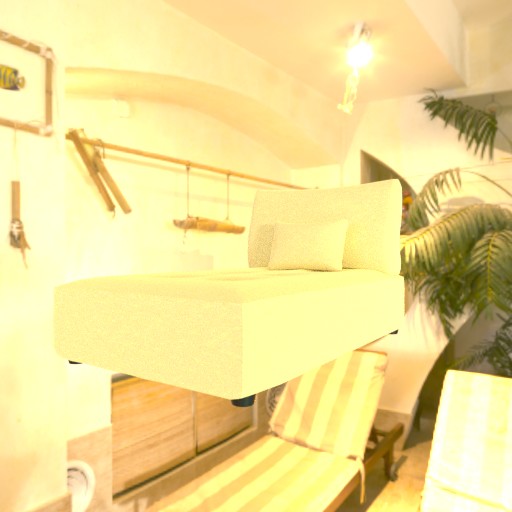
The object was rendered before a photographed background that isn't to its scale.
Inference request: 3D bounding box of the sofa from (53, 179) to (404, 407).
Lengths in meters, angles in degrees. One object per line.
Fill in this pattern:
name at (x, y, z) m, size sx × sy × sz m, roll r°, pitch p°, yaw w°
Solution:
sofa at (0.000, 0.000, 2.029) m, size 0.930 × 0.820 × 1.450 m, roll 1°, pitch 1°, yaw 35°
